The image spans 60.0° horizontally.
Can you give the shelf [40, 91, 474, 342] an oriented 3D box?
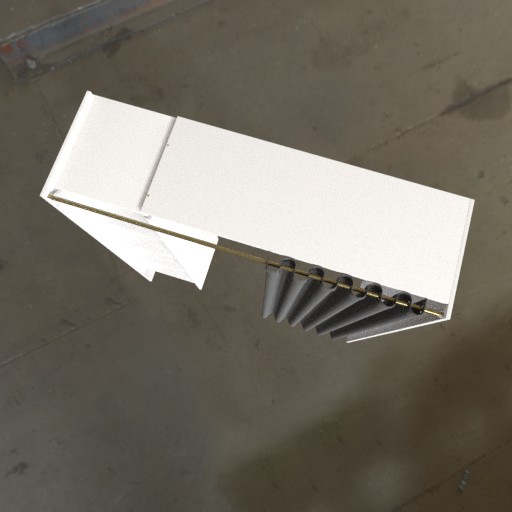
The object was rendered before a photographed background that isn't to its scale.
[{"bbox_3d":[0.000,0.000,2.575,1.600,1.810,0.500,17,77,4],"label":"shelf"}]
